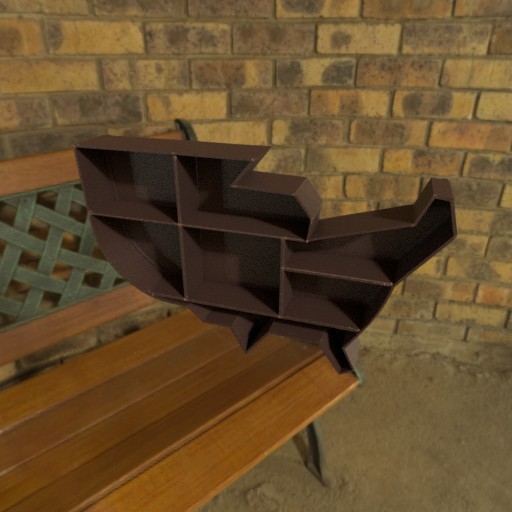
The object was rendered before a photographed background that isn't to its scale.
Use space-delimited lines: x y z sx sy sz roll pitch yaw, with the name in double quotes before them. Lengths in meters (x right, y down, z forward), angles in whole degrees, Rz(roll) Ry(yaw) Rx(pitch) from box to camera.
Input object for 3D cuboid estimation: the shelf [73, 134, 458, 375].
"shelf" 0.000 0.000 0.926 0.729 0.439 0.112 8 28 16
